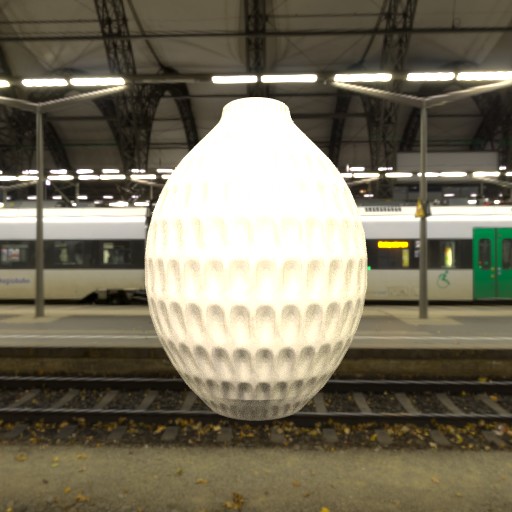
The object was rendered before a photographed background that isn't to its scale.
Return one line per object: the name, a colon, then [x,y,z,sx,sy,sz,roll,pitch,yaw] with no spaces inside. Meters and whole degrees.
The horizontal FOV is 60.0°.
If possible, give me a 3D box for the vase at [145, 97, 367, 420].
vase: [0.000,0.000,0.333,0.162,0.223,0.162,0,0,0]
